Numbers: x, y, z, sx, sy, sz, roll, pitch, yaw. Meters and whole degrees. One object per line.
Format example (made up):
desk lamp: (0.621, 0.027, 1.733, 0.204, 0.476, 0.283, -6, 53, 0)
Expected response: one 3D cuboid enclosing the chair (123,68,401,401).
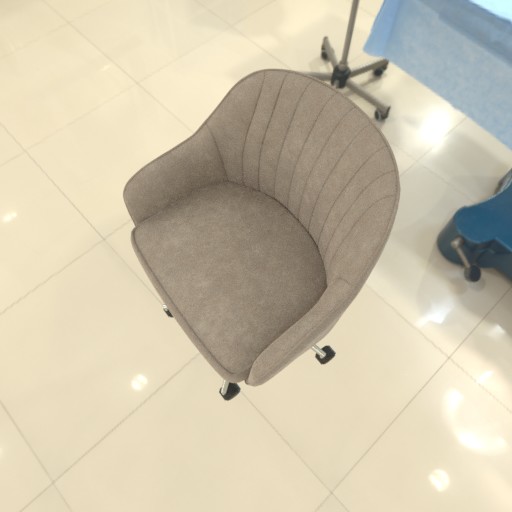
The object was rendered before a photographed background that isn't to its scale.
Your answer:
chair: (0.000, 0.000, 1.267, 0.573, 0.831, 0.635, -33, 68, -15)
